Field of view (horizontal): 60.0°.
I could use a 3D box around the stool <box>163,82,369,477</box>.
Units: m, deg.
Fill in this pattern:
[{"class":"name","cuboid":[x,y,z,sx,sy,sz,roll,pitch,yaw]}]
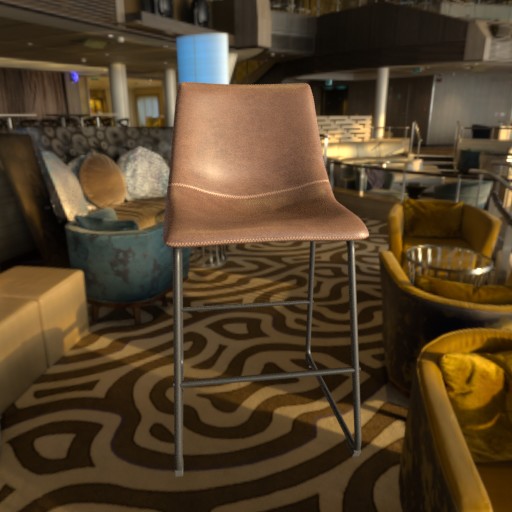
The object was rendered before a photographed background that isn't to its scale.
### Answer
[{"class":"stool","cuboid":[0.000,0.000,1.174,0.460,0.890,0.550,-3,18,-8]}]
